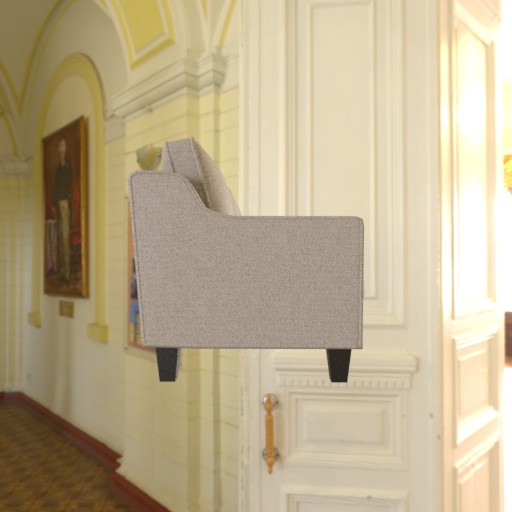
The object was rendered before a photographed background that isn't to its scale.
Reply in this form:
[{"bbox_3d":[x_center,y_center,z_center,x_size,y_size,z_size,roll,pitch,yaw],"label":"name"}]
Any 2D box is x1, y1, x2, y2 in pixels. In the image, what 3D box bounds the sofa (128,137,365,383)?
[{"bbox_3d":[0.000,0.000,2.662,0.899,0.950,2.129,0,-1,1],"label":"sofa"}]
